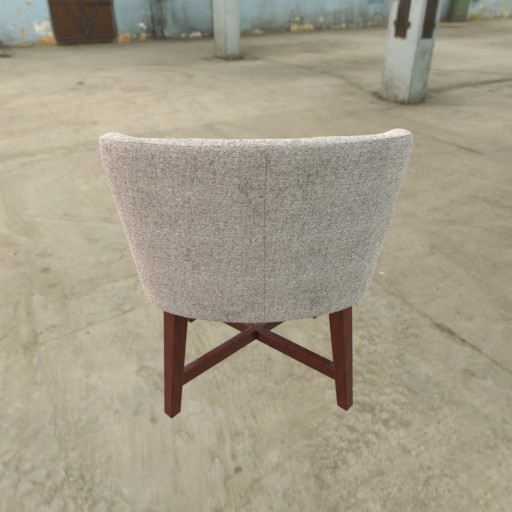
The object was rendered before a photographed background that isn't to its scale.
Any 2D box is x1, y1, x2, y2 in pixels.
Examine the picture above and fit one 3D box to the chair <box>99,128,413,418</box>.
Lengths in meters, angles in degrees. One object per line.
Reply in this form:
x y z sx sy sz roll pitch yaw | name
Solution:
0.000 0.000 1.290 0.728 0.827 0.575 -2 31 -3 | chair
